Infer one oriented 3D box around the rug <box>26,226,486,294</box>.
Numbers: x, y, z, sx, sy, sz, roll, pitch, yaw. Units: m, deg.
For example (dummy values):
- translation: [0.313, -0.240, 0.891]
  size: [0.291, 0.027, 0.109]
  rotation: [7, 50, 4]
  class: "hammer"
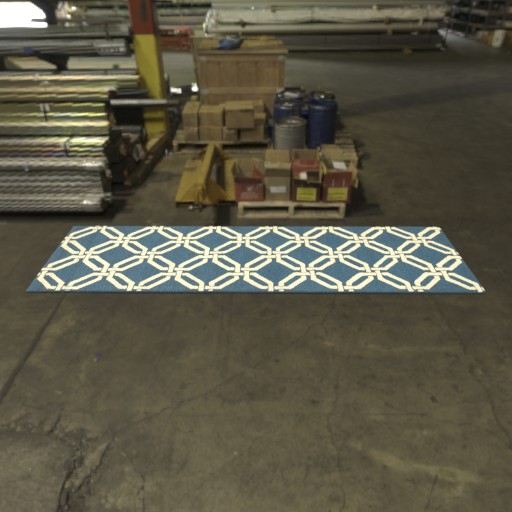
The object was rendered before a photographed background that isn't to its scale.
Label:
- translation: [0.000, 0.000, 2.471]
  size: [2.276, 0.014, 0.678]
  rotation: [0, 32, 0]
  class: "rug"
